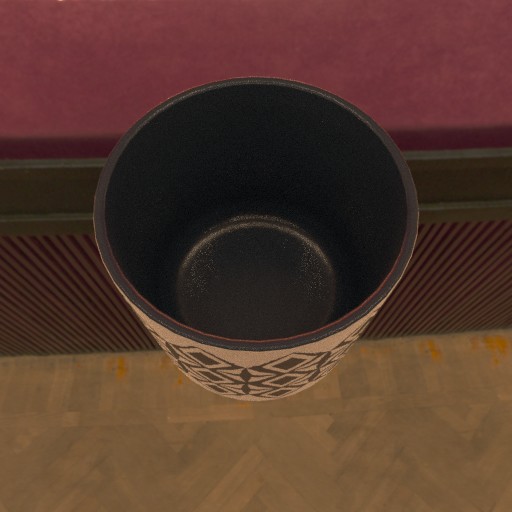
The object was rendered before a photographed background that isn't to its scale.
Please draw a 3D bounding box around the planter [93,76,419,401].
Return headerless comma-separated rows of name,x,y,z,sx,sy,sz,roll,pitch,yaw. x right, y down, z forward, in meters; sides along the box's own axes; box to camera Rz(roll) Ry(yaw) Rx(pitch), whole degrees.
planter,0.000,0.000,0.281,0.159,0.144,0.159,0,64,0
